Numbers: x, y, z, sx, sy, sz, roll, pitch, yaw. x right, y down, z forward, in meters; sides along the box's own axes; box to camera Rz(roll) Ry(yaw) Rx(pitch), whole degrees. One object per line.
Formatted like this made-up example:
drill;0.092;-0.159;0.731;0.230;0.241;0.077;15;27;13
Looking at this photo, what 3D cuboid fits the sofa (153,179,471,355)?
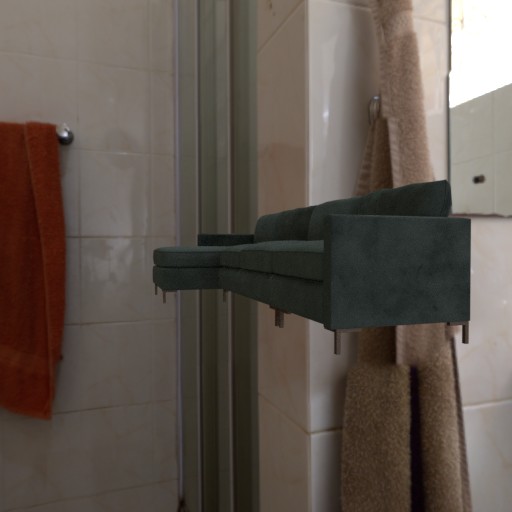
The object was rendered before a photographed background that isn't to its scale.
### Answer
sofa;0.000;0.000;3.923;1.500;0.967;3.400;0;1;-18
